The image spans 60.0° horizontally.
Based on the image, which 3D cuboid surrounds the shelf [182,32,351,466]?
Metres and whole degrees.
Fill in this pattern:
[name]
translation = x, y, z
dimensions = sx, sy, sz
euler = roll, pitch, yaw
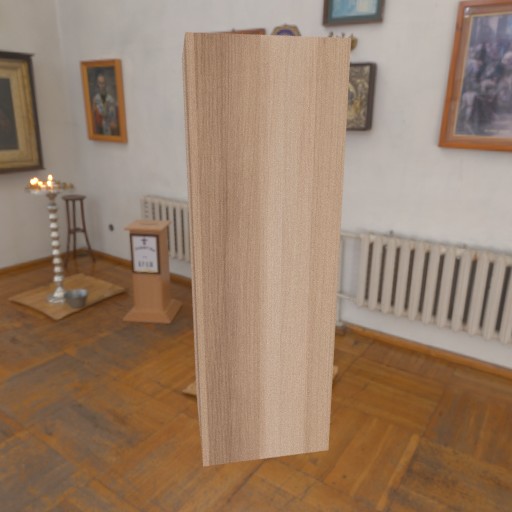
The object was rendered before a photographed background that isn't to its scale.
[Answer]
[shelf]
translation = 0.000, 0.000, 1.018
dimensions = 0.290, 0.872, 0.290
euler = -3, 17, -10
